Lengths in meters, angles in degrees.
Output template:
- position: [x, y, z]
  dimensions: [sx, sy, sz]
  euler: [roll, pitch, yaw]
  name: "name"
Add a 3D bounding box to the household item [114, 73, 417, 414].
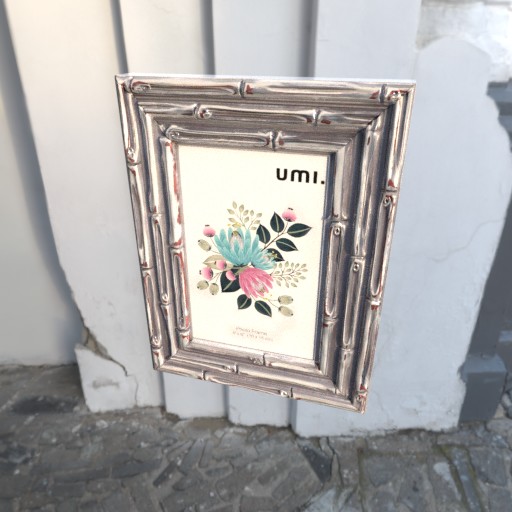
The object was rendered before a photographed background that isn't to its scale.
- position: [0.000, 0.000, 0.288]
  dimensions: [0.165, 0.216, 0.025]
  euler: [7, 27, 14]
  name: "household item"
